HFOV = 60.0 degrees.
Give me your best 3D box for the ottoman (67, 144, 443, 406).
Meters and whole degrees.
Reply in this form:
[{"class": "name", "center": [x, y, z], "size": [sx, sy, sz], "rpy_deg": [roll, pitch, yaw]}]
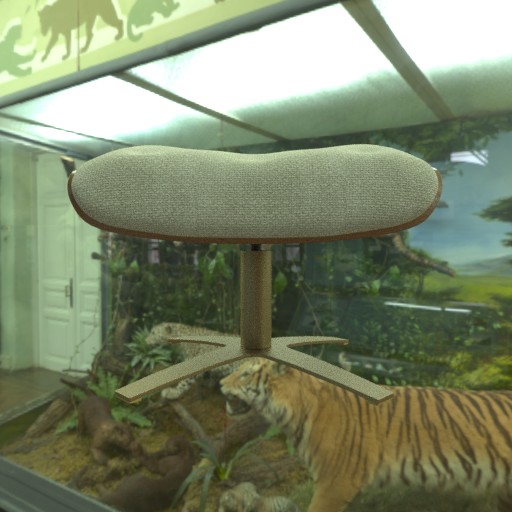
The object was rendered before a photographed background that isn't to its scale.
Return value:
[{"class": "ottoman", "center": [0.000, 0.000, 0.789], "size": [0.520, 0.391, 0.394], "rpy_deg": [0, 2, 1]}]
